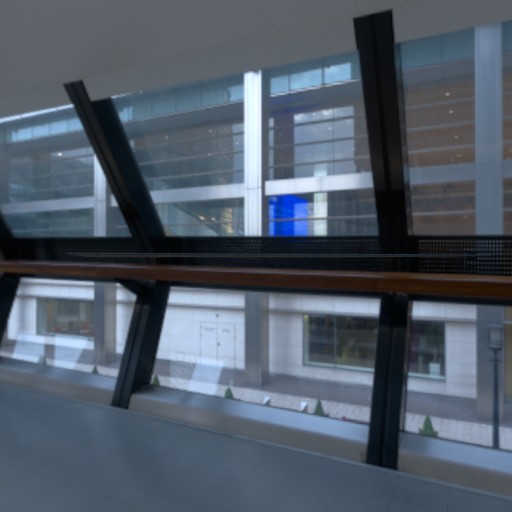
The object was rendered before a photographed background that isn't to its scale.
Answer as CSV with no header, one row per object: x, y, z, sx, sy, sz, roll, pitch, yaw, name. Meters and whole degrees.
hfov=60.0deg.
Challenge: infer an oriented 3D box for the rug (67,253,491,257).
0.000,0.000,4.103,3.048,0.010,2.438,0,0,-19,rug
